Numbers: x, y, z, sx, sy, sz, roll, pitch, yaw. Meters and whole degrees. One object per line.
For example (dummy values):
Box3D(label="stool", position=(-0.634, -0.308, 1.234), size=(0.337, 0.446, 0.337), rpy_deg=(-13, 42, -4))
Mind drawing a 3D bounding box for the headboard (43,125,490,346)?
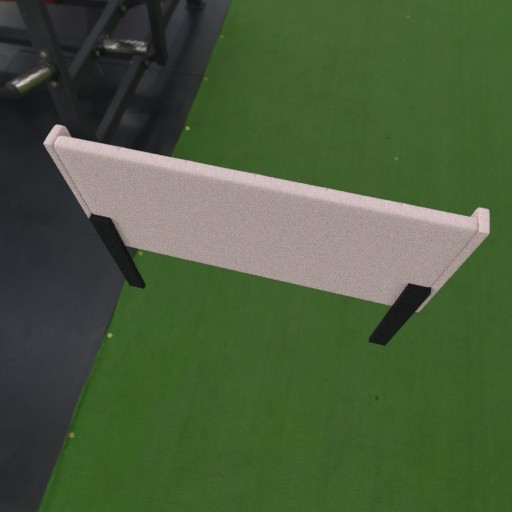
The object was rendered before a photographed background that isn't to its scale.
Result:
Box3D(label="headboard", position=(0.000, 0.000, 2.671), size=(2.051, 1.524, 0.184), rpy_deg=(12, 63, 7))
